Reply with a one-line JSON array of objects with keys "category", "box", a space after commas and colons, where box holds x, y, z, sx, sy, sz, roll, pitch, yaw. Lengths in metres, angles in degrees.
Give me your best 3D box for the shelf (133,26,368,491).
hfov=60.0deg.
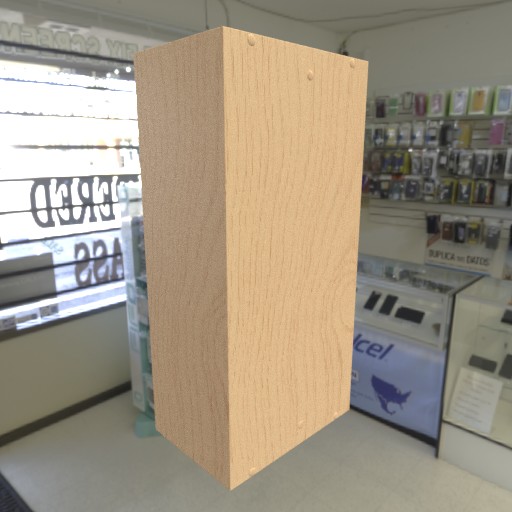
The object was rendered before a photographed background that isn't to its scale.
[{"category": "shelf", "box": [0.000, 0.000, 0.722, 0.290, 0.600, 0.200, -13, 18, -42]}]
